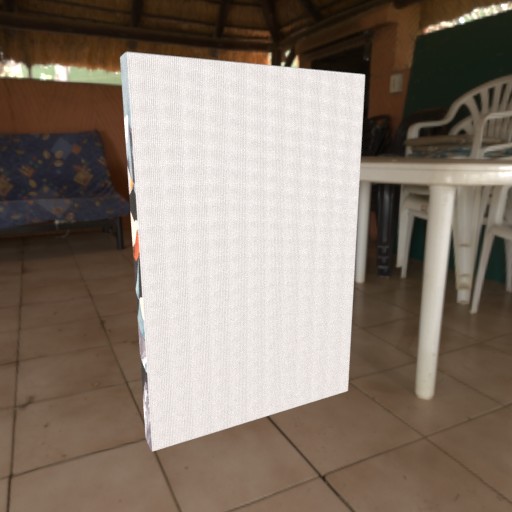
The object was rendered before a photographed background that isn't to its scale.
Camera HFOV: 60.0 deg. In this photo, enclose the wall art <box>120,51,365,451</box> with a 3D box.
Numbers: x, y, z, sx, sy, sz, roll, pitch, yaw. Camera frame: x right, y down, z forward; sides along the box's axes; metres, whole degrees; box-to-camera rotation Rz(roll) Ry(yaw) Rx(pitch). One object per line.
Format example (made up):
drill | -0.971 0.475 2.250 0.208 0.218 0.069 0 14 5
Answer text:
wall art | 0.000 0.000 1.141 0.609 0.911 0.061 -7 15 -27
